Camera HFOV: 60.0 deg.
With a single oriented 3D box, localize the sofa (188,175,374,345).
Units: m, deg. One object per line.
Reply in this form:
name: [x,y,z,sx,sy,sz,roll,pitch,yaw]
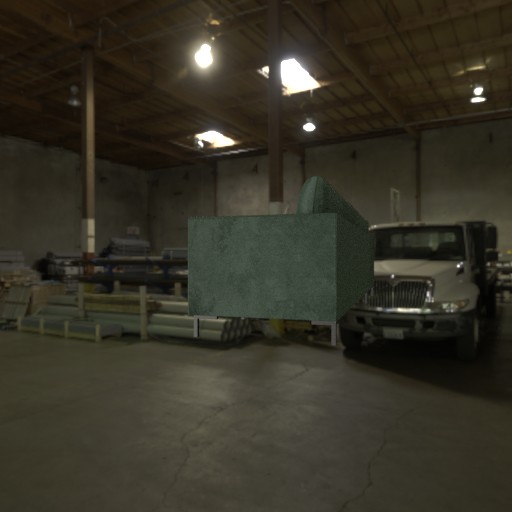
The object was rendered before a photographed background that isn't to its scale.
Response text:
sofa: [0.000,0.000,4.339,2.048,0.996,3.384,0,0,18]
